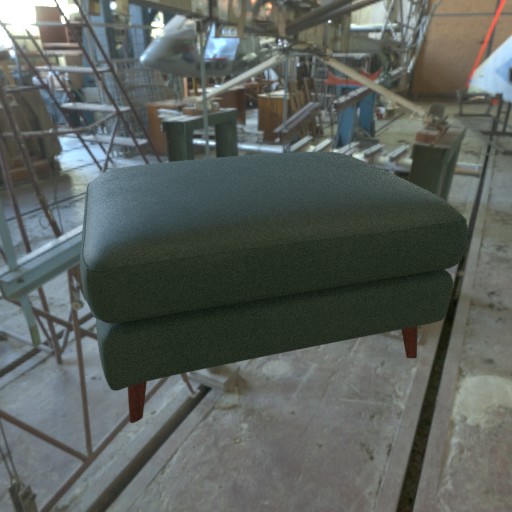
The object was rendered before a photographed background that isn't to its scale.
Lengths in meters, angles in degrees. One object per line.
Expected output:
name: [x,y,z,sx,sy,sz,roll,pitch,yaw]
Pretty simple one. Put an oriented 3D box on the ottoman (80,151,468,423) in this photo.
ottoman: [0.000,0.000,1.149,0.811,0.449,0.608,-8,27,-16]
